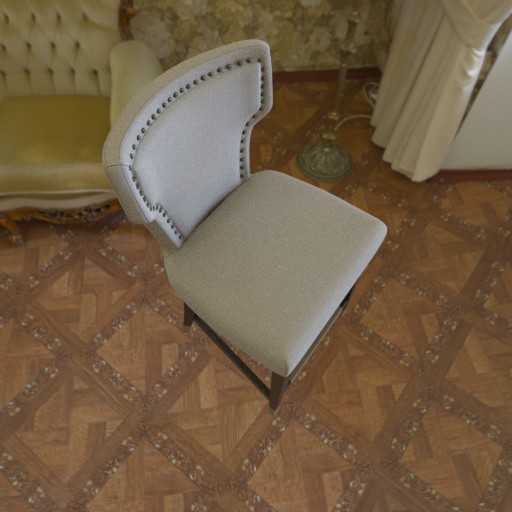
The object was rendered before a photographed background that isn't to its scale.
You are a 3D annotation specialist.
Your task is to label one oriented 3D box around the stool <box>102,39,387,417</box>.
[{"bbox_3d":[0.000,0.000,1.300,0.563,0.982,0.527,32,63,19],"label":"stool"}]
